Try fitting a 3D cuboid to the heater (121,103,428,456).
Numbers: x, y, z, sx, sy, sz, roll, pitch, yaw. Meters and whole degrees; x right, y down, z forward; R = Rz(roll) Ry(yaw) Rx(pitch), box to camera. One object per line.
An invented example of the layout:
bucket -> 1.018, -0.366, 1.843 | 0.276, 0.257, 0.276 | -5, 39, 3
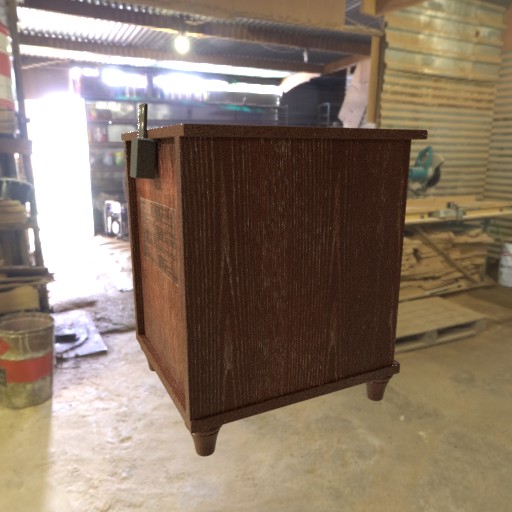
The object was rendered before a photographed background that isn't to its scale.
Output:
heater -> 0.000, 0.000, 0.762 | 0.400, 0.481, 0.362 | -7, 15, -26
